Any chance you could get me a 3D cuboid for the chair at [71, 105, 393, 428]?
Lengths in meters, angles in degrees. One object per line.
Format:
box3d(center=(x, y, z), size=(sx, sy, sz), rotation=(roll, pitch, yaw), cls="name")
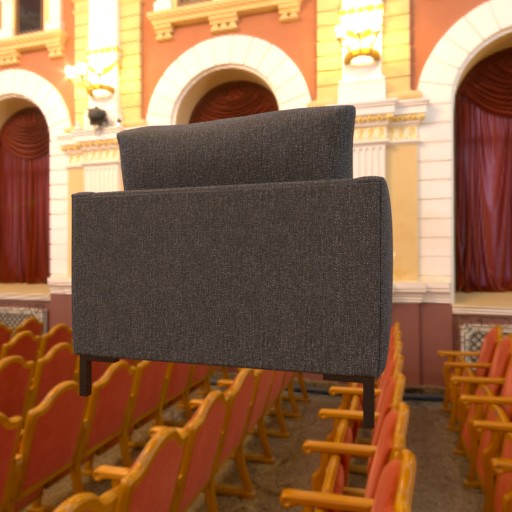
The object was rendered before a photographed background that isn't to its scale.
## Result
box3d(center=(0.000, 0.000, 1.628), size=(0.963, 0.861, 0.866), rotation=(0, -1, 18), cls="chair")
